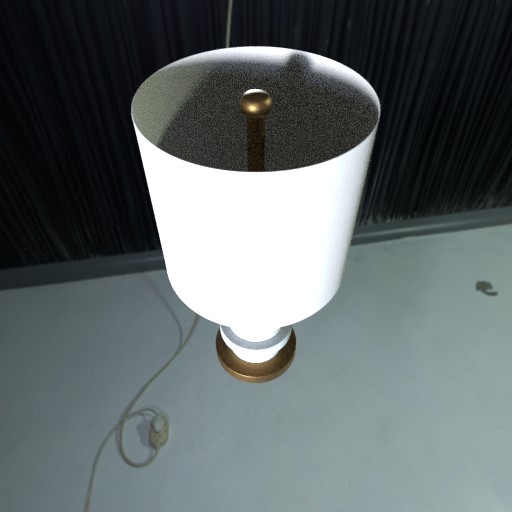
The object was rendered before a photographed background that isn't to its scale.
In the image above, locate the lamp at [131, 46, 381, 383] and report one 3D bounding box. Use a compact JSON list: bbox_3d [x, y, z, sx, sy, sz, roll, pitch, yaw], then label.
[{"bbox_3d":[0.000,0.000,0.527,0.210,0.410,0.210,-11,49,-10],"label":"lamp"}]
